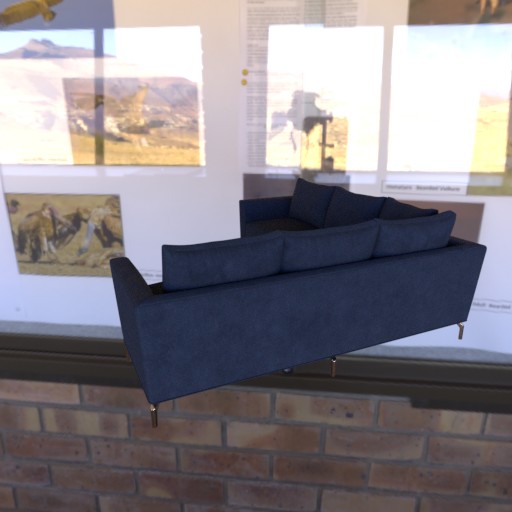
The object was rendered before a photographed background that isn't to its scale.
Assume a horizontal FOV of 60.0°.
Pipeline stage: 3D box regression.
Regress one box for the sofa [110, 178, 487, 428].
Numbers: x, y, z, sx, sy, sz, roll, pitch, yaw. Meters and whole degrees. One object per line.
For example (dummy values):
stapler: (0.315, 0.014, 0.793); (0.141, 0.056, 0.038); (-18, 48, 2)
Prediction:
sofa: (0.000, 0.000, 3.762); (2.463, 0.988, 2.472); (-8, 19, -24)
